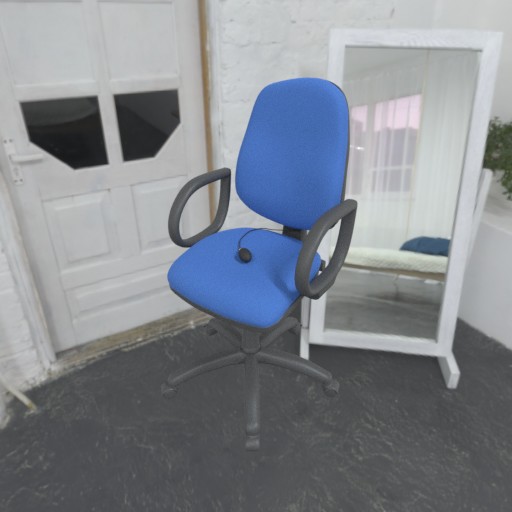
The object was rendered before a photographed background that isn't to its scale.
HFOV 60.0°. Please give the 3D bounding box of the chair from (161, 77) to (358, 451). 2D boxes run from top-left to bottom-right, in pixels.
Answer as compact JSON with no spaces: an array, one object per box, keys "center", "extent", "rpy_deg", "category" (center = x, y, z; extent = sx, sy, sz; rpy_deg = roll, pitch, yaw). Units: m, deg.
[{"center":[0.000,0.000,1.267],"extent":[0.552,0.905,0.549],"rpy_deg":[20,36,30],"category":"chair"}]
